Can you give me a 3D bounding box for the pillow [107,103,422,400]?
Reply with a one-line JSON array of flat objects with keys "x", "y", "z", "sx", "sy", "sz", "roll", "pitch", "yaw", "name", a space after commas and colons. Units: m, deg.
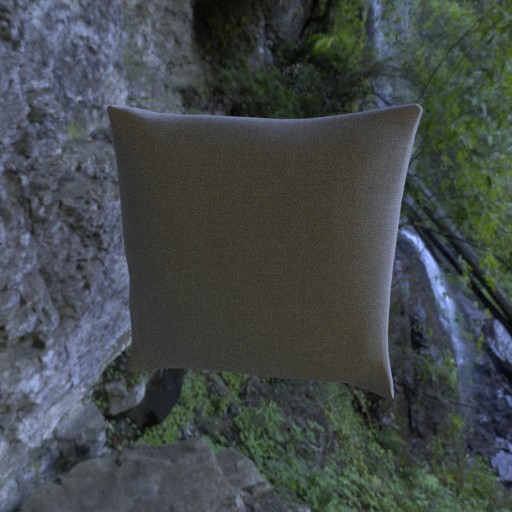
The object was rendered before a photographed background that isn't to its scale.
[{"x": 0.000, "y": 0.000, "z": 0.757, "sx": 0.496, "sy": 0.491, "sz": 0.219, "roll": 3, "pitch": 18, "yaw": 9, "name": "pillow"}]
